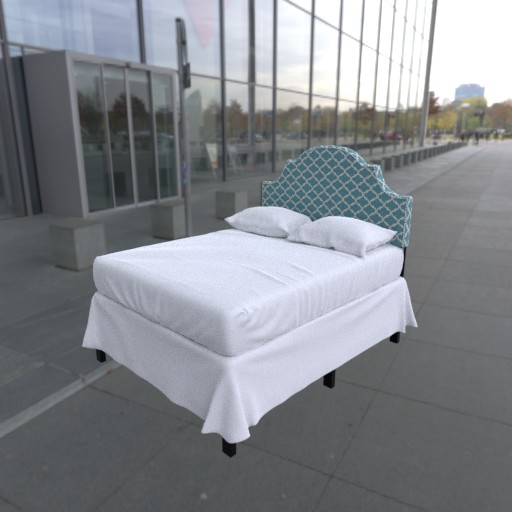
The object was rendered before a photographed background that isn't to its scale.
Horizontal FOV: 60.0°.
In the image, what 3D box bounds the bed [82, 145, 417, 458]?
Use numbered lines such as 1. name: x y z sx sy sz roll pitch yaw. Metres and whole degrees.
1. bed: 0.000 0.000 3.453 1.780 1.633 2.222 15 21 42
